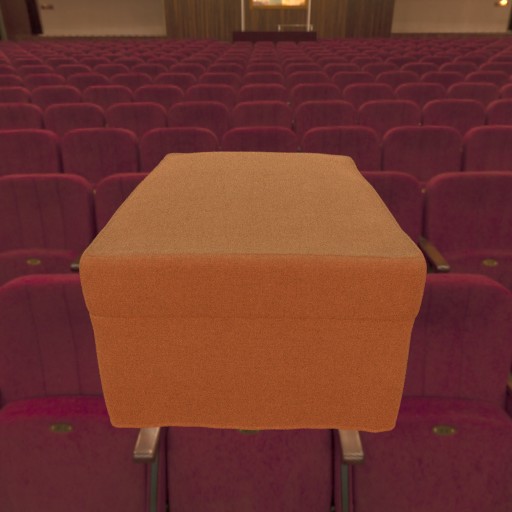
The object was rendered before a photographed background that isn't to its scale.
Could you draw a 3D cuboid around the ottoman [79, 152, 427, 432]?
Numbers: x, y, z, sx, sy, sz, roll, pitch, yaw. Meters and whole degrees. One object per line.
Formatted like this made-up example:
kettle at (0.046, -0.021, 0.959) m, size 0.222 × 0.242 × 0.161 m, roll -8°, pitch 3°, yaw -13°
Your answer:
ottoman at (0.000, 0.000, 1.242) m, size 0.650 × 0.485 × 0.833 m, roll 1°, pitch 26°, yaw 1°
